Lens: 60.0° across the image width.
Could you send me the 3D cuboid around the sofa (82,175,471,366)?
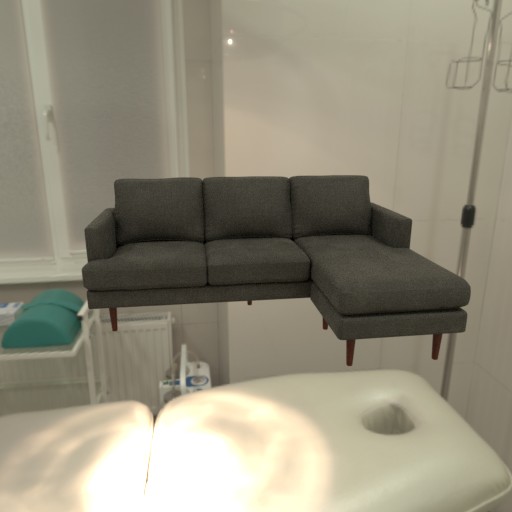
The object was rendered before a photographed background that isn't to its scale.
[{"bbox_3d":[0.000,0.000,3.011,2.233,0.956,1.504,-2,16,-8],"label":"sofa"}]
